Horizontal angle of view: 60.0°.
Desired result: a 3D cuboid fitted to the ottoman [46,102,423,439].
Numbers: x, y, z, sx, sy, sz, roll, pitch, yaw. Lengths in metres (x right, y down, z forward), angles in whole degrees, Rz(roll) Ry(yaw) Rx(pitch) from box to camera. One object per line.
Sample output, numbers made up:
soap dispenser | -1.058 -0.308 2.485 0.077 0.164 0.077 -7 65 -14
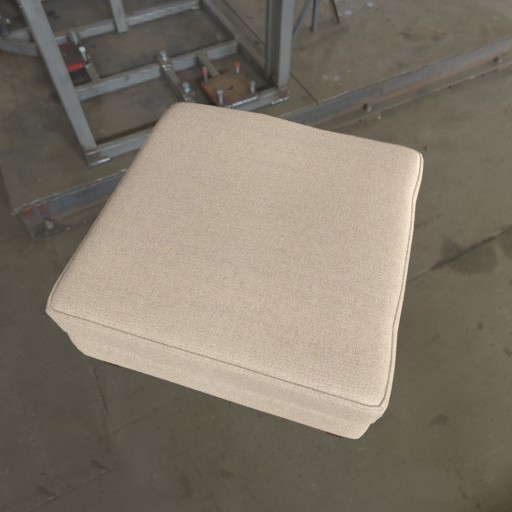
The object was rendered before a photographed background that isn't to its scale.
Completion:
ottoman | 0.000 0.000 1.353 0.838 0.481 0.838 15 58 9
